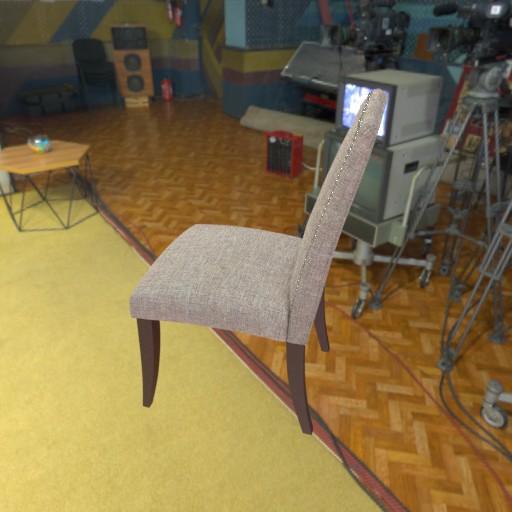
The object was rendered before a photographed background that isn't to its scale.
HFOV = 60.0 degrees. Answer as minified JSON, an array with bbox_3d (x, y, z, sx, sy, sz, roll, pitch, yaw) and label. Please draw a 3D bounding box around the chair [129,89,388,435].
[{"bbox_3d":[0.000,0.000,1.396,0.660,1.016,0.513,8,31,14],"label":"chair"}]
